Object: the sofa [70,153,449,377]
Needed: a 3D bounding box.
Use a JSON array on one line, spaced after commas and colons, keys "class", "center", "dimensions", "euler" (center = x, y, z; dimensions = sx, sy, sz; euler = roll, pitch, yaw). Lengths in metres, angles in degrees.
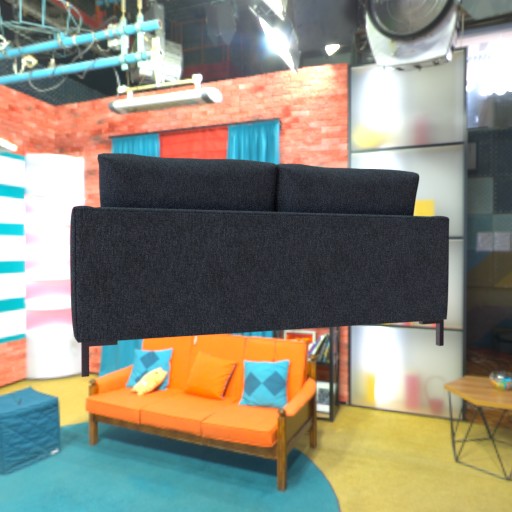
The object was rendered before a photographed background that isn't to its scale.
[{"class": "sofa", "center": [0.000, 0.000, 2.270], "dimensions": [1.716, 0.862, 0.866], "euler": [0, 1, -19]}]
